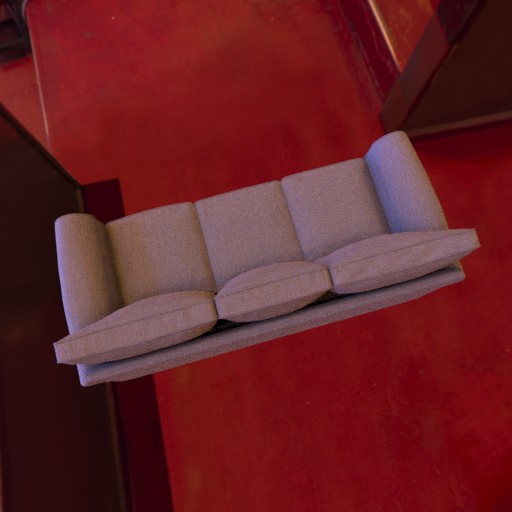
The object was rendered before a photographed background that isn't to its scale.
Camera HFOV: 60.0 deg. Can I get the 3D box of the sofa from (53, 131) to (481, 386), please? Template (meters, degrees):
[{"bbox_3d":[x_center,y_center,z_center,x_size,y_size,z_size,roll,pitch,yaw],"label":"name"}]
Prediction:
[{"bbox_3d":[0.000,0.000,2.535,2.084,0.961,0.916,-15,75,-4],"label":"sofa"}]
